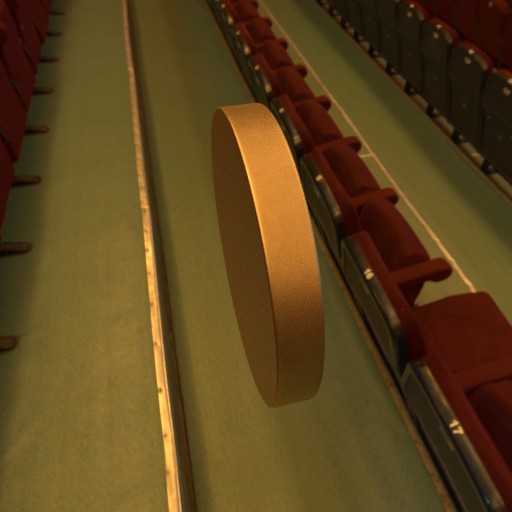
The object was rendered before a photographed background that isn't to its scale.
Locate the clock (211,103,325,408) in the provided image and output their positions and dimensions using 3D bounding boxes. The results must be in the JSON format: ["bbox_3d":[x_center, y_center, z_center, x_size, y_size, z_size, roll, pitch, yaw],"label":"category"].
[{"bbox_3d":[0.000,0.000,0.483,0.040,0.314,0.314,-10,47,-10],"label":"clock"}]
